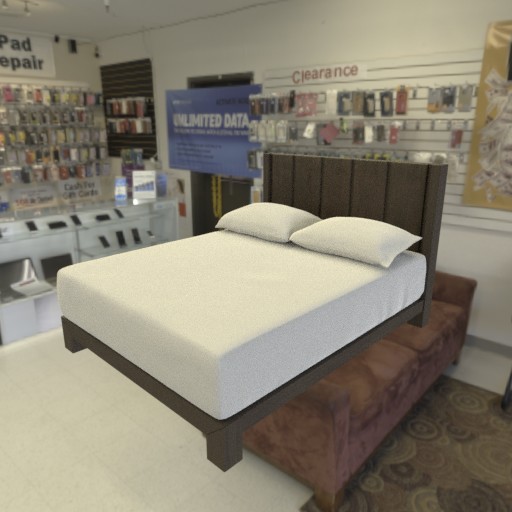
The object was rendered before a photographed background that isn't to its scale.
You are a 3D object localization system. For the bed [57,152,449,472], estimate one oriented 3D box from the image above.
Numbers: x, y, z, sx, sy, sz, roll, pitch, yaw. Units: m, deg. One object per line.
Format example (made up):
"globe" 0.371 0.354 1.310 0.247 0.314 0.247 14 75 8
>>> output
"bed" 0.000 0.000 3.209 1.727 1.270 2.242 16 23 42
